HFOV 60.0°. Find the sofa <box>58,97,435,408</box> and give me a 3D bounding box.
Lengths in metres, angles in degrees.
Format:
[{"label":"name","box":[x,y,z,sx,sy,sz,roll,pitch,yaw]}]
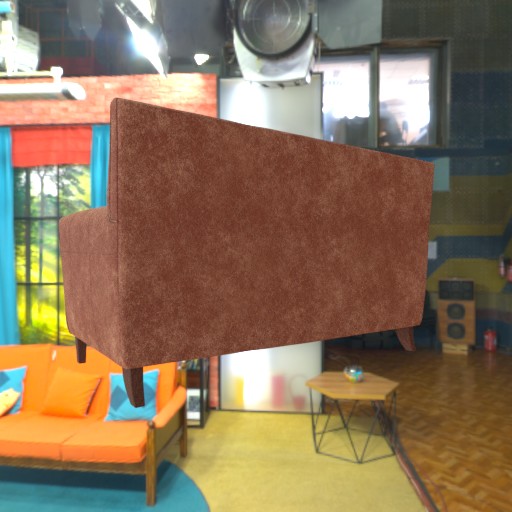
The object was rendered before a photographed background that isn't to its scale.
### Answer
[{"label":"sofa","box":[0.000,0.000,1.933,1.473,0.871,0.787,0,0,-35]}]
